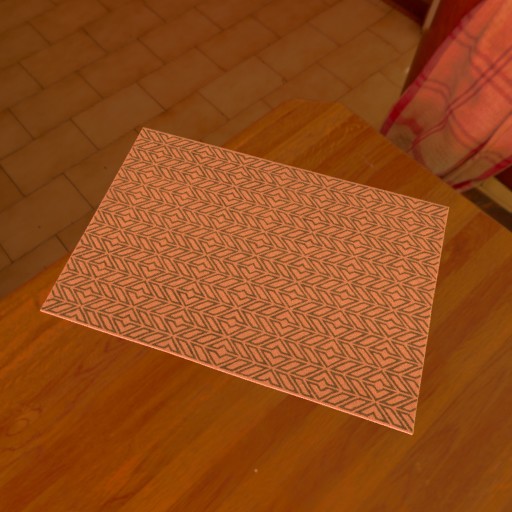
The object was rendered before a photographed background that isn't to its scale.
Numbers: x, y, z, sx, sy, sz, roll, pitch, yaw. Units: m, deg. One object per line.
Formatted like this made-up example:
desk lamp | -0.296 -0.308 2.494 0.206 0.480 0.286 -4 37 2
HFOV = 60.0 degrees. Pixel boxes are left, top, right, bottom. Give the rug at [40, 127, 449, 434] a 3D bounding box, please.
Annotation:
rug | 0.000 0.000 2.300 1.828 0.007 1.220 16 65 8
